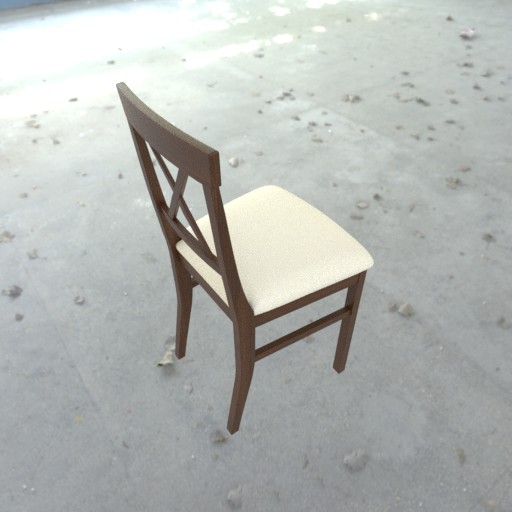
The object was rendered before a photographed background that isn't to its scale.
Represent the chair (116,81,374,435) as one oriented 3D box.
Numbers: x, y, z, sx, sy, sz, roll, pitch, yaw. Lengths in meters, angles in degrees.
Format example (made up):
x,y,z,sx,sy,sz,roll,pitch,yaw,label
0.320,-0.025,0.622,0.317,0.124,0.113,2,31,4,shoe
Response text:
x,y,z,sx,sy,sz,roll,pitch,yaw,label
0.000,0.000,1.193,0.480,0.913,0.440,-25,47,-26,chair
